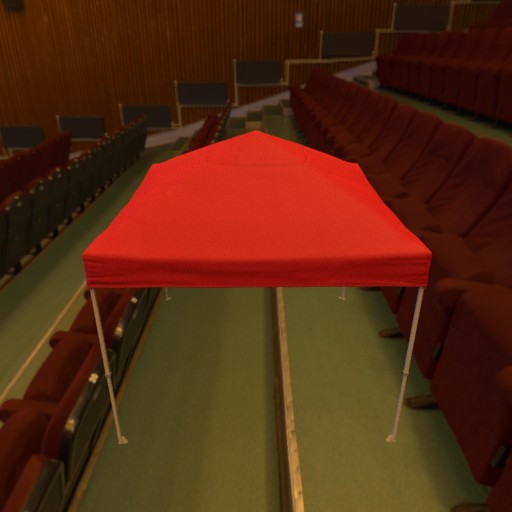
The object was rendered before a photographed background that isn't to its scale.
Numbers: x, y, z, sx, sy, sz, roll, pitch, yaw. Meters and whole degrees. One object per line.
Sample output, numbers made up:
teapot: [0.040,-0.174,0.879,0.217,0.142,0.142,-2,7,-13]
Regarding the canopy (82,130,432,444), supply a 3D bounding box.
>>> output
canopy: [0.000,0.000,5.406,2.998,2.997,2.996,0,26,0]
